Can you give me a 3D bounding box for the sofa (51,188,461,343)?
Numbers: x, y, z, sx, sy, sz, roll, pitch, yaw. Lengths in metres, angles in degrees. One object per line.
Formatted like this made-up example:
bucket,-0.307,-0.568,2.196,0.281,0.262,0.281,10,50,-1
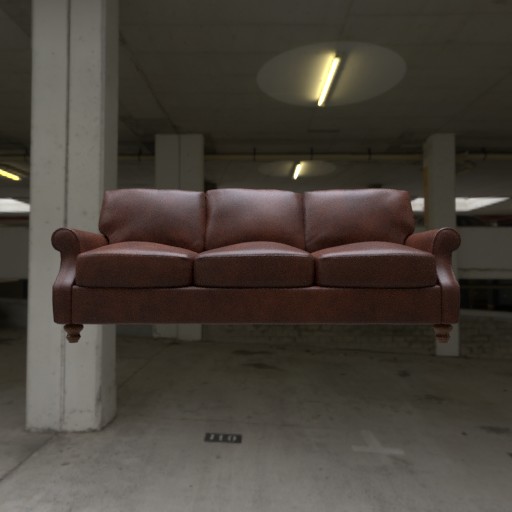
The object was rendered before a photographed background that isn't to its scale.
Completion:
sofa,0.000,0.000,2.850,2.351,0.977,0.973,0,-2,0
